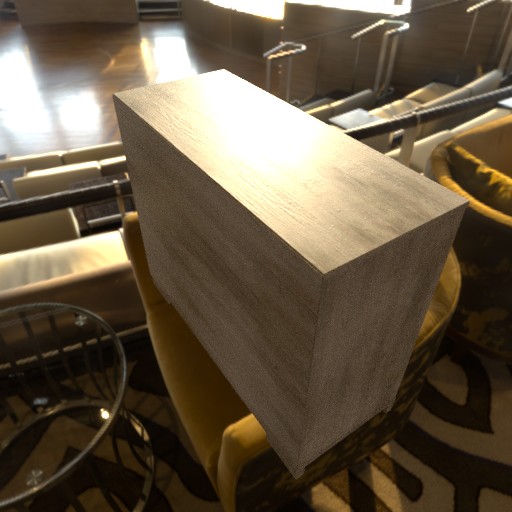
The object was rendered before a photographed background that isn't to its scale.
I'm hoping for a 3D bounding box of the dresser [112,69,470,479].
[{"bbox_3d":[0.000,0.000,1.414,0.404,0.816,0.994,-24,46,-25],"label":"dresser"}]
